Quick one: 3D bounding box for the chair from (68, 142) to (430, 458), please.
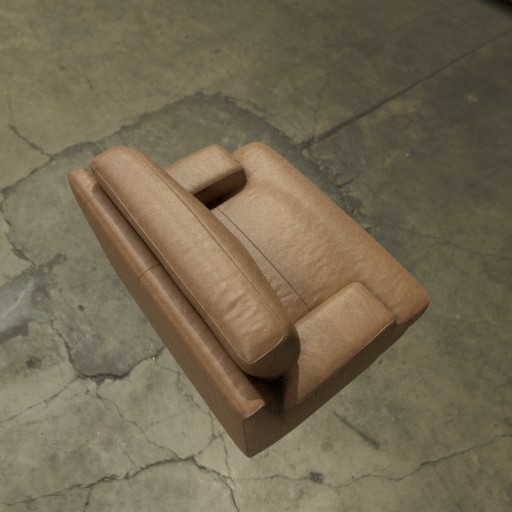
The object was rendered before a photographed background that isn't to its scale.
[{"bbox_3d":[0.000,0.000,1.973,1.050,0.978,1.276,-33,64,-19],"label":"chair"}]
